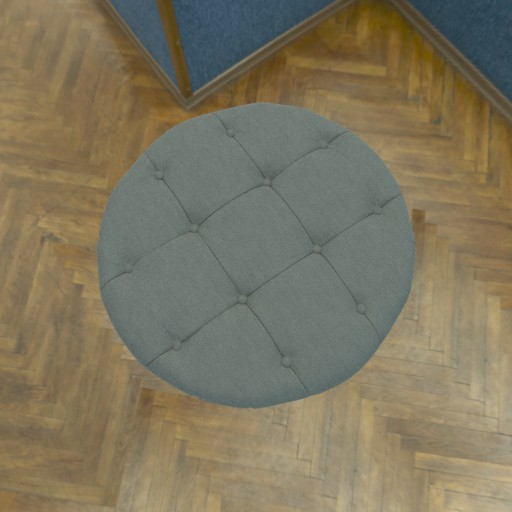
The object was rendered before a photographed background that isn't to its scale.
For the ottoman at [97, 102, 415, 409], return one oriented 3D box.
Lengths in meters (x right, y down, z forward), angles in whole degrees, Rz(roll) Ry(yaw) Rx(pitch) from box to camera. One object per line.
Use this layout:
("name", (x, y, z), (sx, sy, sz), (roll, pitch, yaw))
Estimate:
("ottoman", (0.000, 0.000, 1.396), (0.901, 0.439, 0.901), (0, 75, 0))
